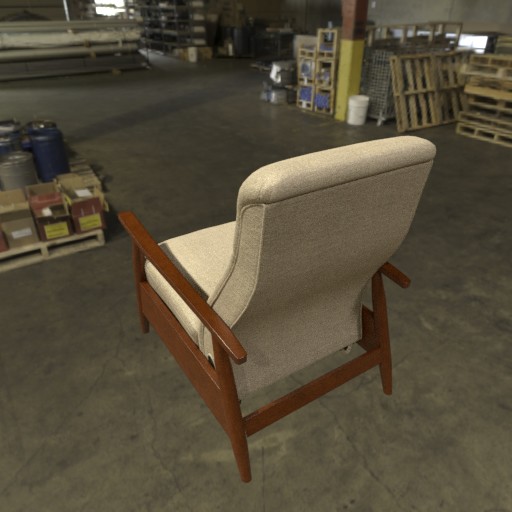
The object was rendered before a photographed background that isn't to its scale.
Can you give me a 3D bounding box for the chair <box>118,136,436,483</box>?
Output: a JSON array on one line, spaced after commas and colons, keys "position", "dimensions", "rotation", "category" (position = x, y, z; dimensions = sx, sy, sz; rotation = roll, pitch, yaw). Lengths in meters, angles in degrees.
[{"position": [0.000, 0.000, 1.758], "dimensions": [0.762, 1.082, 1.014], "rotation": [-18, 35, -29], "category": "chair"}]
